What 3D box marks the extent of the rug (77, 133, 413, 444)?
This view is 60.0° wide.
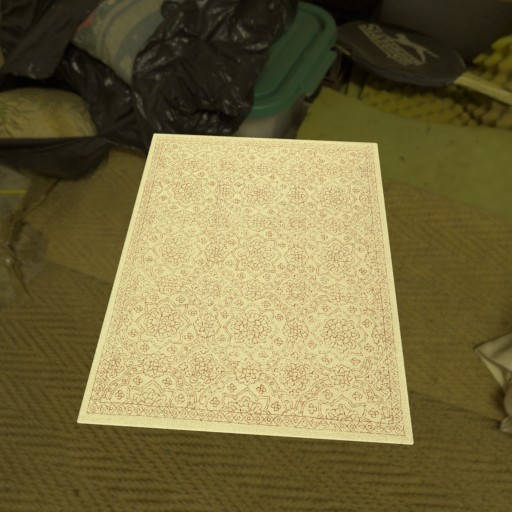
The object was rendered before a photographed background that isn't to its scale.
[{"bbox_3d":[0.000,0.000,4.022,2.441,0.015,3.050,3,57,2],"label":"rug"}]
